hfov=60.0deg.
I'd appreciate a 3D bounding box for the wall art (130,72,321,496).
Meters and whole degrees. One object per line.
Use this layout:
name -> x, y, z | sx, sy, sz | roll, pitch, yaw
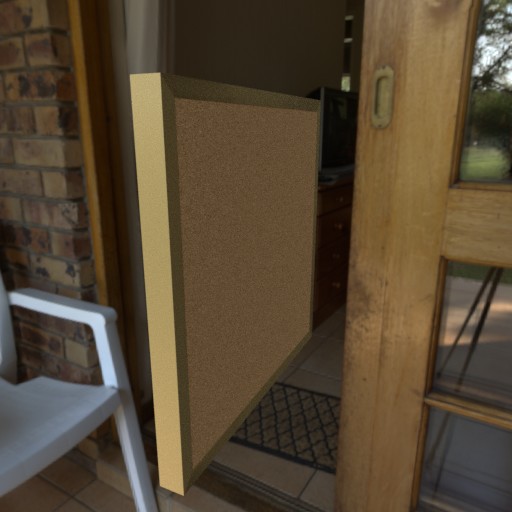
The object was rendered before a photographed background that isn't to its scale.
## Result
wall art -> 0.000, 0.000, 0.729 | 0.038, 0.508, 0.507 | 8, 18, 25
